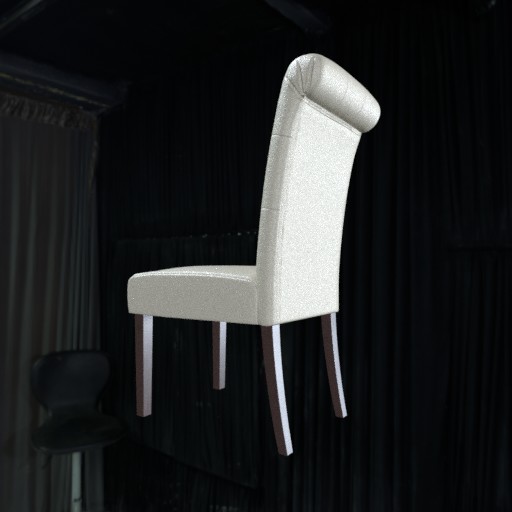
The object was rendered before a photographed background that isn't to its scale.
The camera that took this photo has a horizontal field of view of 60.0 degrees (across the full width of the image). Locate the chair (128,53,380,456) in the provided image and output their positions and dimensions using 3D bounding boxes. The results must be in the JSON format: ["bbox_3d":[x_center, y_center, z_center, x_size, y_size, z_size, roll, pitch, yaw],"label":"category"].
[{"bbox_3d":[0.000,0.000,1.389,0.671,1.006,0.456,-1,-1,35],"label":"chair"}]
